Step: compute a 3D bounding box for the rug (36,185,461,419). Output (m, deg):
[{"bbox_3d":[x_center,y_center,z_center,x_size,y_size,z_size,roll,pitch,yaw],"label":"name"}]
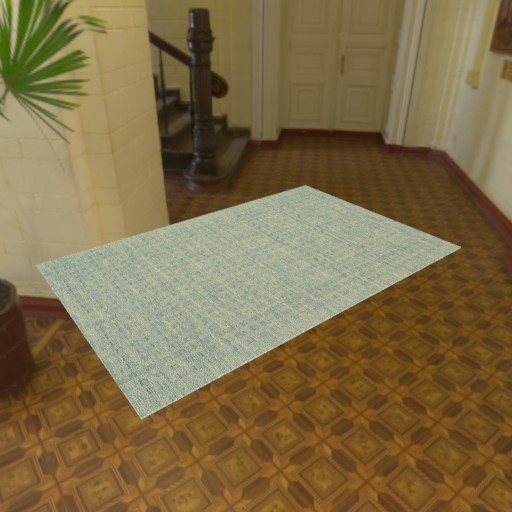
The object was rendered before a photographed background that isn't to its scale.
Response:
[{"bbox_3d":[0.000,0.000,2.178,1.752,0.006,1.142,-21,35,-32],"label":"rug"}]
